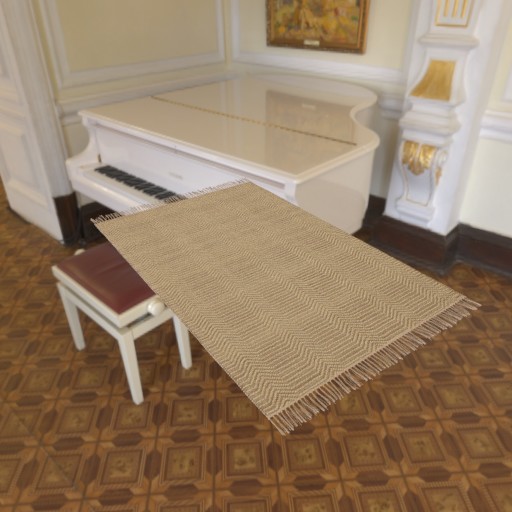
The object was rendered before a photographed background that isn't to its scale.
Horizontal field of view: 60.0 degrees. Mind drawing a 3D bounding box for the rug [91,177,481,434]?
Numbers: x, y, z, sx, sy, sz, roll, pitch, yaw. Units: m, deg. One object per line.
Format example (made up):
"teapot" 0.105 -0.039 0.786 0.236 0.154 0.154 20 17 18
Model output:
"rug" 0.000 0.000 3.125 1.528 0.034 2.523 -21 37 -30
